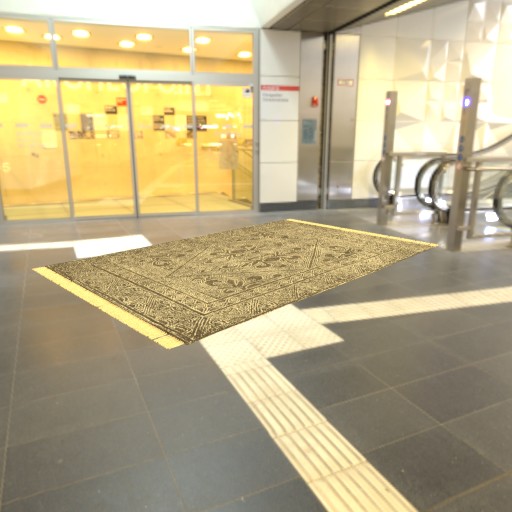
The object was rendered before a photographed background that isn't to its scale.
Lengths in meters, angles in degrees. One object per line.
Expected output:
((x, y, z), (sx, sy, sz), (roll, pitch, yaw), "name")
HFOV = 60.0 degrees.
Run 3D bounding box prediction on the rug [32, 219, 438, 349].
((0.000, 0.000, 3.073), (2.440, 0.010, 1.529), (-15, 21, -43), "rug")
